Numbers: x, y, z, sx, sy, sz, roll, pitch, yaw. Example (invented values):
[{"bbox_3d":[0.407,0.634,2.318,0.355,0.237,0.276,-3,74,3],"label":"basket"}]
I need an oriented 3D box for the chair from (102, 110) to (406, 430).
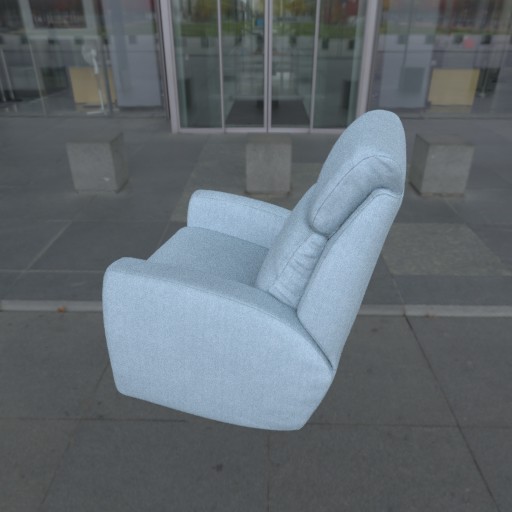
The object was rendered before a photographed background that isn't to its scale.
[{"bbox_3d":[0.000,0.000,1.639,0.940,1.013,0.812,8,29,14],"label":"chair"}]
